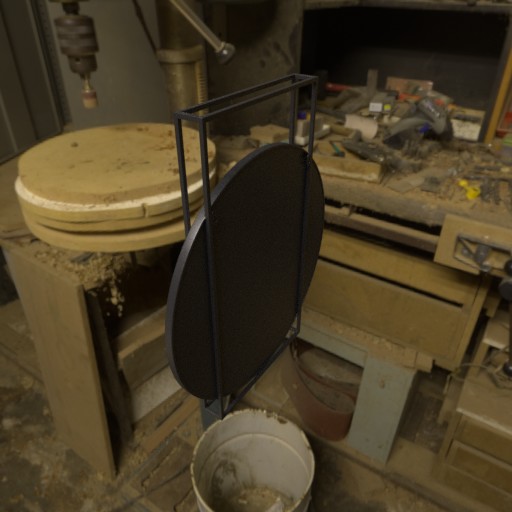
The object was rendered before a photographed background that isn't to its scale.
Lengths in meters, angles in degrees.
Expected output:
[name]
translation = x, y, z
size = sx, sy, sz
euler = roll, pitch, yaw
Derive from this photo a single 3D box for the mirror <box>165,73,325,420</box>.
[mirror]
translation = 0.000, 0.000, 0.847
size = 0.051, 0.603, 0.508
euler = 20, 38, 28
